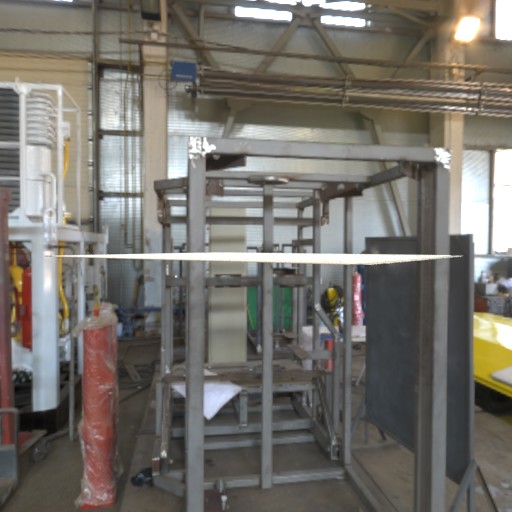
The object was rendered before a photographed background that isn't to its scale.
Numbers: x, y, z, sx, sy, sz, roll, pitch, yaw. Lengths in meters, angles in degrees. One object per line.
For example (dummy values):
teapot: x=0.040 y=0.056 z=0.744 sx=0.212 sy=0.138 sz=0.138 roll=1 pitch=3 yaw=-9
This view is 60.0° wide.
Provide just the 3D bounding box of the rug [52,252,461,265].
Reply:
rug: x=0.000 y=0.000 z=4.328 sx=3.327 sy=0.010 sz=2.464 roll=1 pitch=2 yaw=36
